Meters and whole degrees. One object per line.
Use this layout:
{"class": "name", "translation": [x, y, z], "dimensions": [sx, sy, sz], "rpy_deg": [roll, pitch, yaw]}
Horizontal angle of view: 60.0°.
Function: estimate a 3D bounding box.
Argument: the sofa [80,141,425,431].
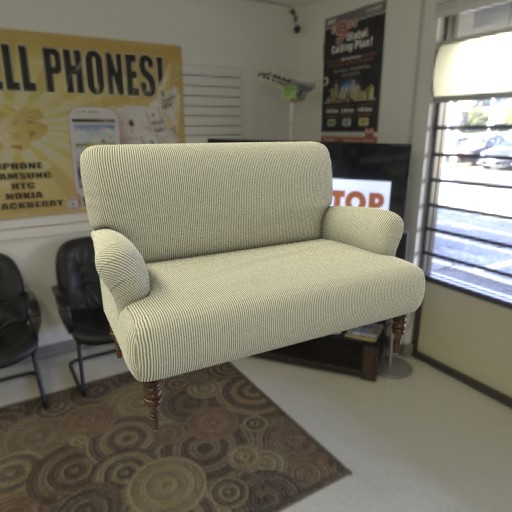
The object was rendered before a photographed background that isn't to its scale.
{"class": "sofa", "translation": [0.000, 0.000, 1.836], "dimensions": [1.297, 0.889, 0.779], "rpy_deg": [-9, 18, -27]}
